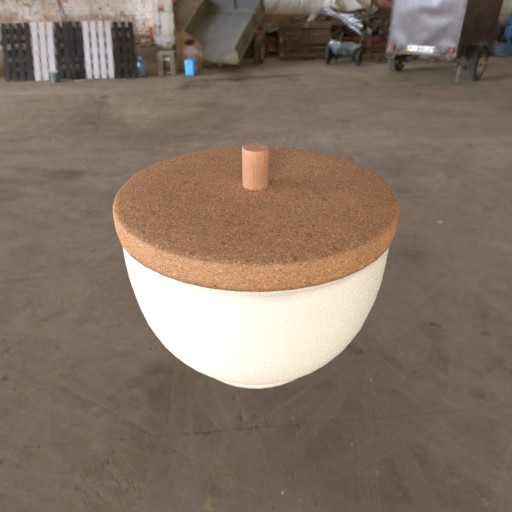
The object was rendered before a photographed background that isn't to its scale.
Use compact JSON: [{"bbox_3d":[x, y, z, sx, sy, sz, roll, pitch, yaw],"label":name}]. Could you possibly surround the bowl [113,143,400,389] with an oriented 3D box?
[{"bbox_3d":[0.000,0.000,0.220,0.126,0.110,0.126,0,32,0],"label":"bowl"}]
